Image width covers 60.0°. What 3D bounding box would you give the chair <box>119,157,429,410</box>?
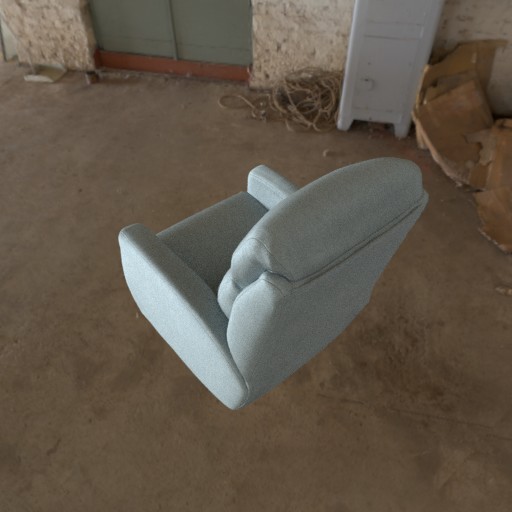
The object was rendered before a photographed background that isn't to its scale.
[{"bbox_3d":[0.000,0.000,1.729,0.794,1.016,0.940,-31,53,-27],"label":"chair"}]
